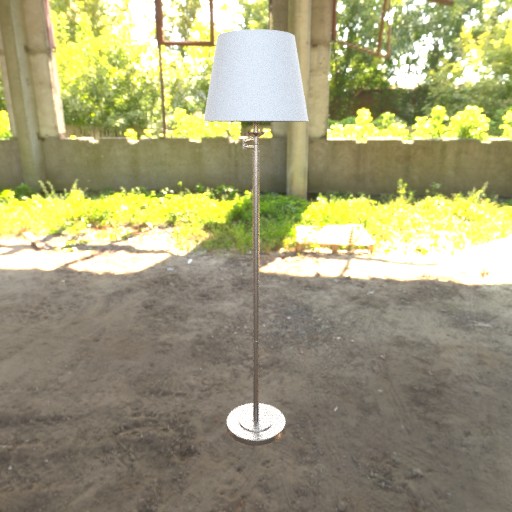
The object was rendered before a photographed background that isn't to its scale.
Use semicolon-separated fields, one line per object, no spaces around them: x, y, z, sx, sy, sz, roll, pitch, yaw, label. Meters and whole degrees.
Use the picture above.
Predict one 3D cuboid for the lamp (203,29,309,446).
0.000;0.000;1.640;0.355;1.473;0.355;0;16;0;lamp
